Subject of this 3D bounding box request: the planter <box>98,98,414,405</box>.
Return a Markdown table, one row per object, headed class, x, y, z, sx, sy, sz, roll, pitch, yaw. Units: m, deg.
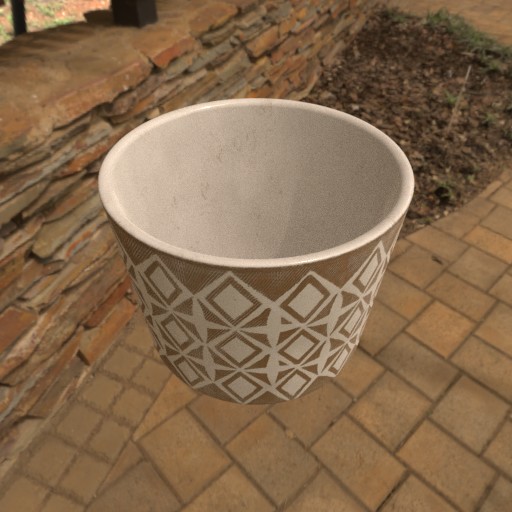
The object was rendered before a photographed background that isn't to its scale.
| class | x | y | z | sx | sy | sz | roll | pitch | yaw |
| --- | --- | --- | --- | --- | --- | --- | --- | --- | --- |
| planter | 0.000 | 0.000 | 0.450 | 0.260 | 0.220 | 0.260 | 0 | 42 | 0 |
